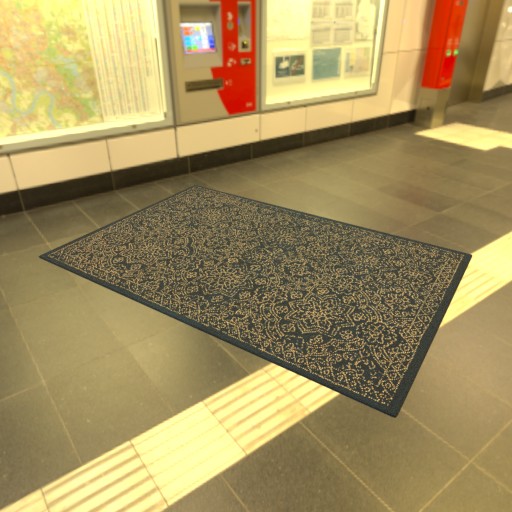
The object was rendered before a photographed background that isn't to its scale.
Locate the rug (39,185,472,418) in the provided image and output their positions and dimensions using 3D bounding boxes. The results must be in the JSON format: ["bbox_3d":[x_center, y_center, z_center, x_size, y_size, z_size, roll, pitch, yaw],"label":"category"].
[{"bbox_3d":[0.000,0.000,2.238,1.829,0.010,1.219,18,34,29],"label":"rug"}]
